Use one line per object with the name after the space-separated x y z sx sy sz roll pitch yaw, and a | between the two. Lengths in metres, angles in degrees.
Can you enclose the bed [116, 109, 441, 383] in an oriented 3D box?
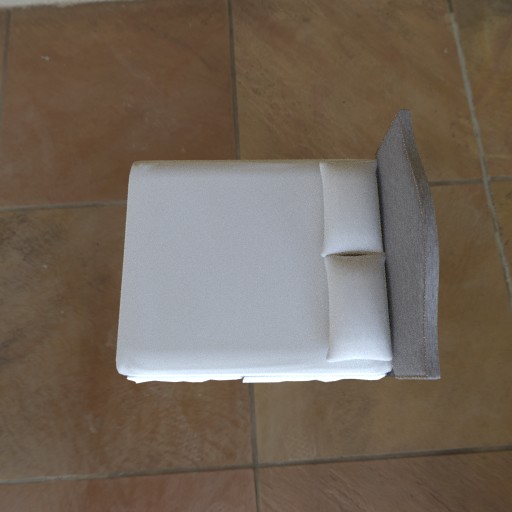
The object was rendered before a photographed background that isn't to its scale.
0.000 0.000 2.914 1.870 1.295 1.610 0 75 0 | bed
